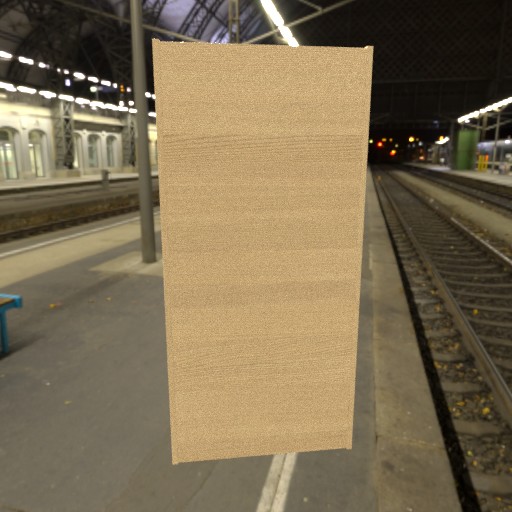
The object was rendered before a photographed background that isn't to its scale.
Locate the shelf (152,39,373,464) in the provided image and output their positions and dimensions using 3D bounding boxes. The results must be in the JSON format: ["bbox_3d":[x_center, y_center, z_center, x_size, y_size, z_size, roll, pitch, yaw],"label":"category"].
[{"bbox_3d":[0.000,0.000,1.060,0.417,0.876,0.292,-2,13,-7],"label":"shelf"}]
